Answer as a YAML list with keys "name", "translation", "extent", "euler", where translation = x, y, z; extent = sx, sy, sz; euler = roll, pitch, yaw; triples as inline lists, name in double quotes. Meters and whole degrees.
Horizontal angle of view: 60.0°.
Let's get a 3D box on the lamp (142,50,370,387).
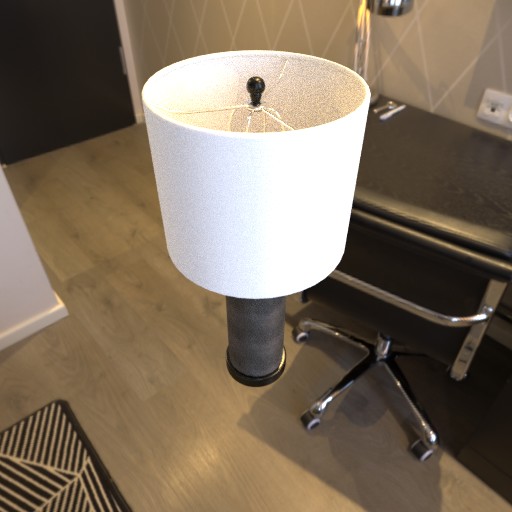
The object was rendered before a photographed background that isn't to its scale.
- name: "lamp"
  translation: [0.000, 0.000, 0.800]
  extent: [0.305, 0.634, 0.305]
  euler: [12, 42, 14]
